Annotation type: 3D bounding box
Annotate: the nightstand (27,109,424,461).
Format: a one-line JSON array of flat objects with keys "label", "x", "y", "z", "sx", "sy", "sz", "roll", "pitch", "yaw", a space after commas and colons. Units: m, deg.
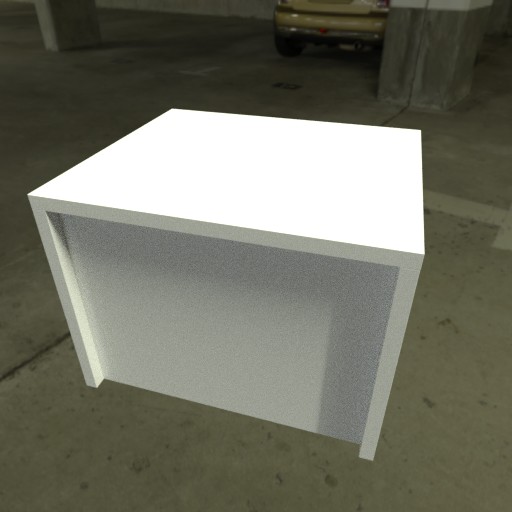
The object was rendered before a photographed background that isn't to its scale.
[{"label": "nightstand", "x": 0.000, "y": 0.000, "z": 0.753, "sx": 0.470, "sy": 0.351, "sz": 0.408, "roll": 9, "pitch": 34, "yaw": 14}]
